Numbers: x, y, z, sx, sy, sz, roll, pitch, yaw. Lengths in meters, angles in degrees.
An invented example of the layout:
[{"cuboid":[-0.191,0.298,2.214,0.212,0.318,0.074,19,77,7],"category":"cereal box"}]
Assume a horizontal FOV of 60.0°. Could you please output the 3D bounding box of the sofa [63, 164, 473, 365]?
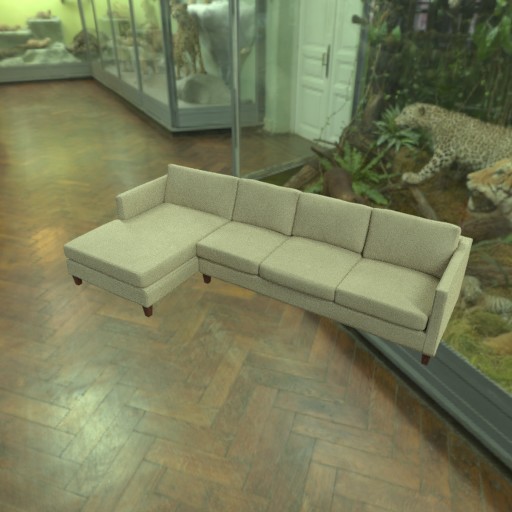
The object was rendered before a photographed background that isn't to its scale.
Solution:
[{"cuboid":[0.000,0.000,3.872,3.186,0.846,1.625,18,34,28],"category":"sofa"}]
